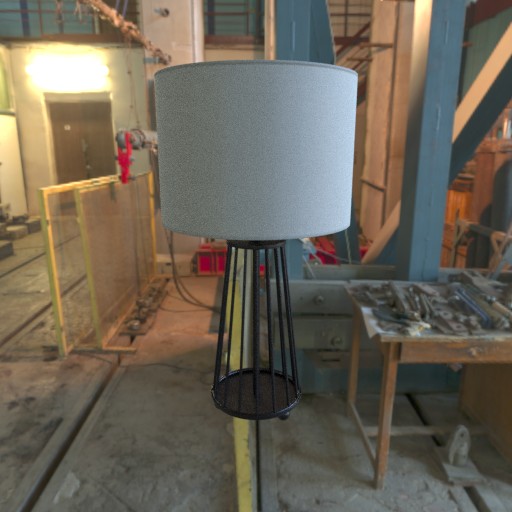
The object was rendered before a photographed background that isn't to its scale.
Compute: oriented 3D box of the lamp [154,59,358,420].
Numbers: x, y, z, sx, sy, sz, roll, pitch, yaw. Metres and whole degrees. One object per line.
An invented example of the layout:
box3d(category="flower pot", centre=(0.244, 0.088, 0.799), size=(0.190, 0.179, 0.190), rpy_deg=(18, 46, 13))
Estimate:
box3d(category="lamp", centre=(0.000, 0.000, 0.788), size=(0.322, 0.593, 0.322), rpy_deg=(13, 19, 42))
